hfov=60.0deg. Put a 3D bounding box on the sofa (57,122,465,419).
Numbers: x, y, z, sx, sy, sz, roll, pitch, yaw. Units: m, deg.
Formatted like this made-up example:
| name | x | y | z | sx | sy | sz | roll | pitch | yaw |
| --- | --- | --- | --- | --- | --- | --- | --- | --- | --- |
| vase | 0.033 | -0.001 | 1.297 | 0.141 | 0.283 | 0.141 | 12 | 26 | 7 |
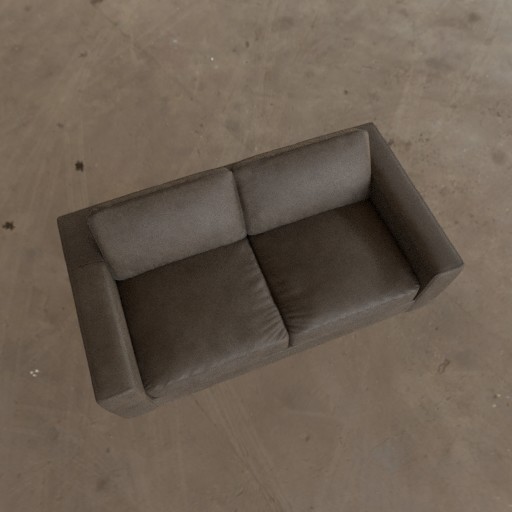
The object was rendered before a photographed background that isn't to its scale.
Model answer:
| name | x | y | z | sx | sy | sz | roll | pitch | yaw |
| --- | --- | --- | --- | --- | --- | --- | --- | --- | --- |
| sofa | 0.000 | 0.000 | 2.461 | 1.920 | 0.800 | 1.070 | -19 | 65 | -9 |
